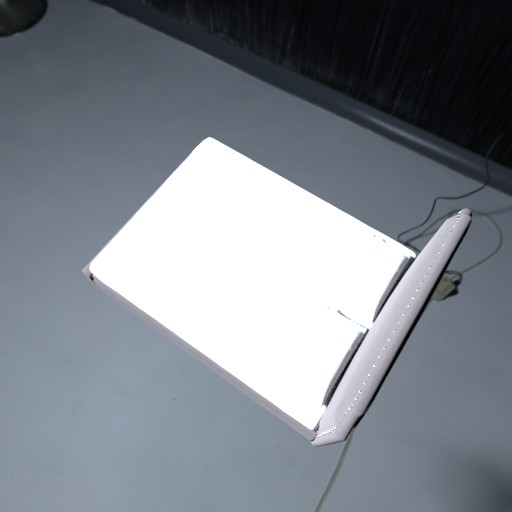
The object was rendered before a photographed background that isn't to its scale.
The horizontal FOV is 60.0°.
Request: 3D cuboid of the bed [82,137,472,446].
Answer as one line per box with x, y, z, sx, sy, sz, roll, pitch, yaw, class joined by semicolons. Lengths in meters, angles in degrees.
0.000;0.000;3.440;2.372;1.443;1.713;32;69;14;bed
